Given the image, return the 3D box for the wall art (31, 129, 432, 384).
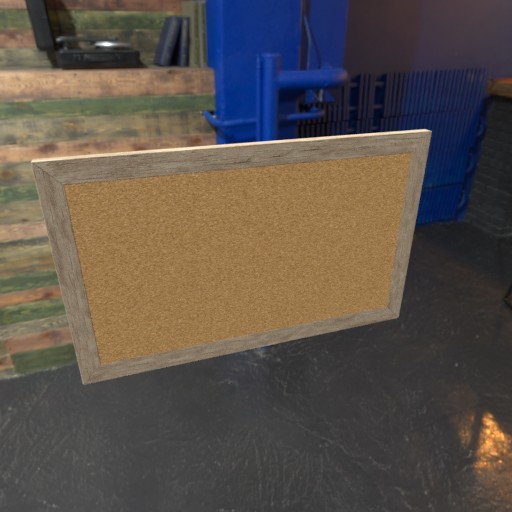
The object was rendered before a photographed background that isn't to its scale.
[{"bbox_3d":[0.000,0.000,0.949,0.780,0.480,0.021,-9,28,-16],"label":"wall art"}]
